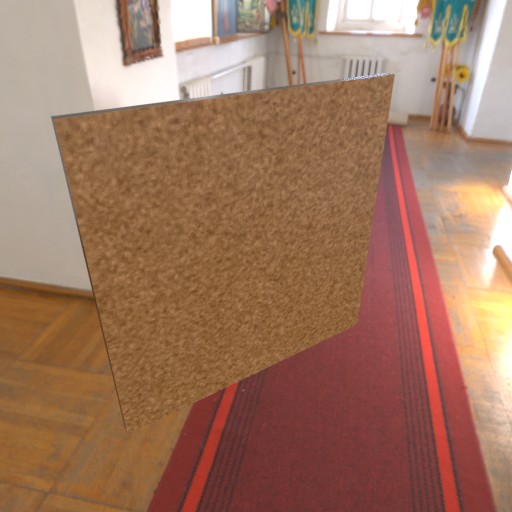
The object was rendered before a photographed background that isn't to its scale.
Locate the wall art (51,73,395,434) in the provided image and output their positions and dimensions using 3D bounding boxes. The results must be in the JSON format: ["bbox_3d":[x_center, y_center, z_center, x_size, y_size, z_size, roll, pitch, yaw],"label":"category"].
[{"bbox_3d":[0.000,0.000,0.627,0.446,0.445,0.014,-18,36,-28],"label":"wall art"}]
